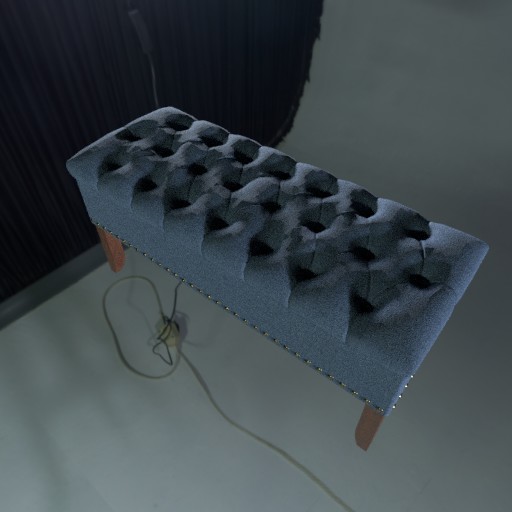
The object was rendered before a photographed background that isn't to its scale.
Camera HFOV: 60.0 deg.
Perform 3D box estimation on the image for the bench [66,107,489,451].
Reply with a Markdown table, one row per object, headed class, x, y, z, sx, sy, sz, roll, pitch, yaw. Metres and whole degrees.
| class | x | y | z | sx | sy | sz | roll | pitch | yaw |
| --- | --- | --- | --- | --- | --- | --- | --- | --- | --- |
| bench | 0.000 | 0.000 | 1.278 | 1.052 | 0.492 | 0.417 | 30 | 53 | 25 |
